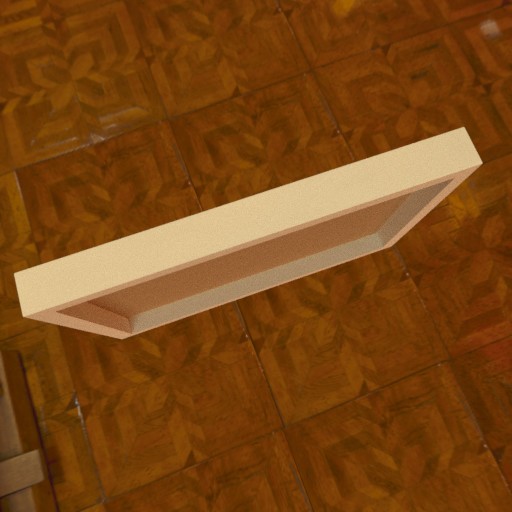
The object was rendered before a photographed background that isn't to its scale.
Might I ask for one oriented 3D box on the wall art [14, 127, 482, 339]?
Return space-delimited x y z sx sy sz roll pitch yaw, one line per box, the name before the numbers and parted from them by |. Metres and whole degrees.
wall art | 0.000 0.000 0.477 0.384 0.254 0.039 -18 76 -5
